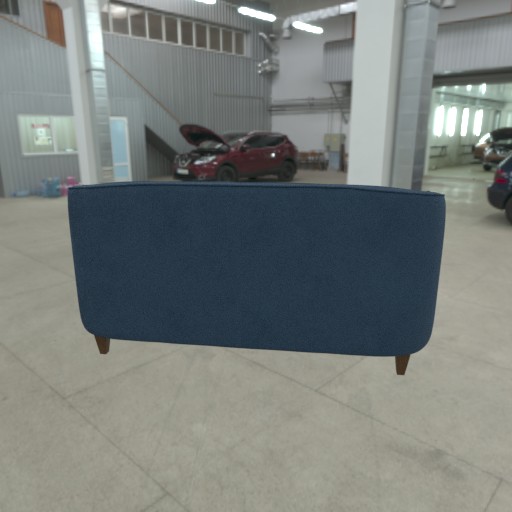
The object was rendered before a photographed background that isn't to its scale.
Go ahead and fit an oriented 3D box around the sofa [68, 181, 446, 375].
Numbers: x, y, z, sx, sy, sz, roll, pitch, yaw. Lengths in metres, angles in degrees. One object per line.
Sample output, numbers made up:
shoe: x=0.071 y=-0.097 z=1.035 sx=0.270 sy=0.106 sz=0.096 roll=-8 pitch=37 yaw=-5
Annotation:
sofa: x=0.000 y=0.000 z=2.323 sx=1.733 sy=0.854 sz=0.941 roll=2 pitch=16 yaw=8
